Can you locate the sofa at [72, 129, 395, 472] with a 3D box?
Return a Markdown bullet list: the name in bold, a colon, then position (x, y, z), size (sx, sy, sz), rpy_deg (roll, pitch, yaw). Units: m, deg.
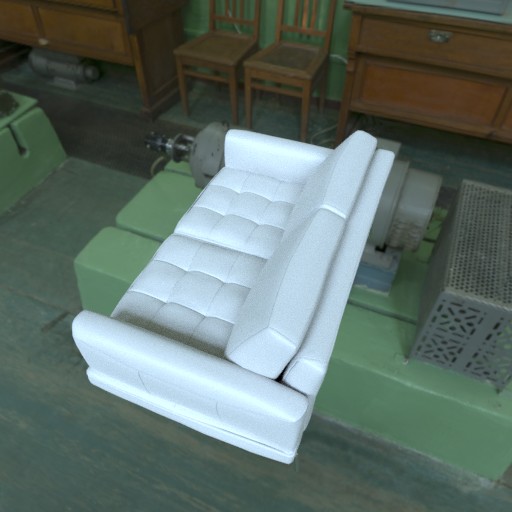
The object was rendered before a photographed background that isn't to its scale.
- **sofa**: position (0.000, 0.000, 2.436), size (1.121, 0.930, 1.819), rpy_deg (16, 49, 15)
